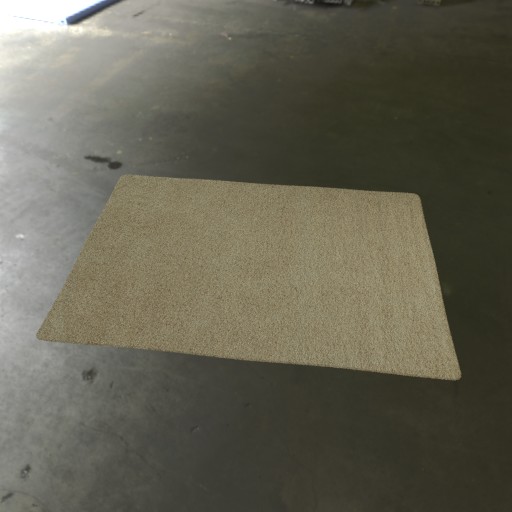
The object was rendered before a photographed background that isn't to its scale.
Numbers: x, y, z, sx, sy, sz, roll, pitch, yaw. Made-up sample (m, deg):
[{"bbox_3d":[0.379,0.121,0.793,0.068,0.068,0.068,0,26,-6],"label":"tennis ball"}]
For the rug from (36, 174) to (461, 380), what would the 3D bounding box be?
[{"bbox_3d":[0.000,0.000,3.394,2.700,0.024,1.801,4,46,4],"label":"rug"}]
